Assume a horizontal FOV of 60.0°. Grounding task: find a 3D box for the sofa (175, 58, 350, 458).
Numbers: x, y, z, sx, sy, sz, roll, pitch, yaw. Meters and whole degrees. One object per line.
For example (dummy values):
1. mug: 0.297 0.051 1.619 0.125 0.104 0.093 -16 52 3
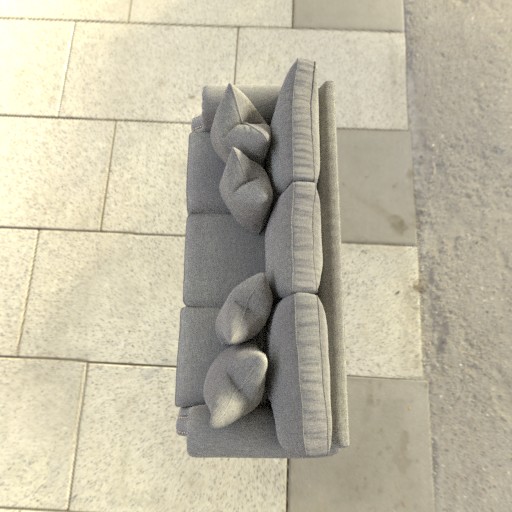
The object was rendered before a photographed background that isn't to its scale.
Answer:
1. sofa: 0.000 0.000 2.774 0.965 0.975 2.312 0 75 0
